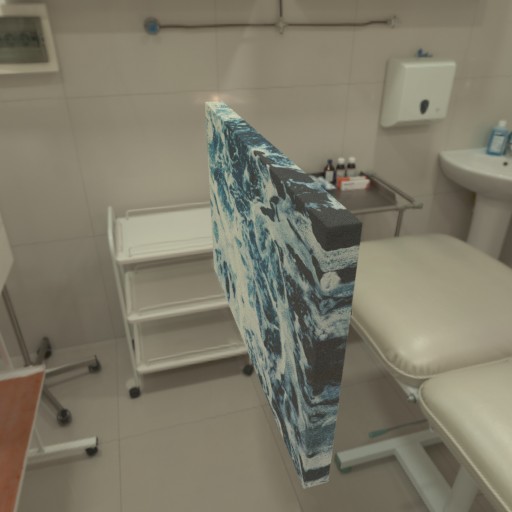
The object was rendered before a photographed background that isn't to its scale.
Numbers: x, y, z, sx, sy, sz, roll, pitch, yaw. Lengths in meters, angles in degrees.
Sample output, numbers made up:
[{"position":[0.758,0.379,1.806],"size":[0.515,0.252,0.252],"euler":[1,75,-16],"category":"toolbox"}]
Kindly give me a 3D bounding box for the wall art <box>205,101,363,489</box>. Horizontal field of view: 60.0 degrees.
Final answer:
[{"position":[0.000,0.000,0.772],"size":[0.043,0.407,0.609],"euler":[-8,31,-14],"category":"wall art"}]
